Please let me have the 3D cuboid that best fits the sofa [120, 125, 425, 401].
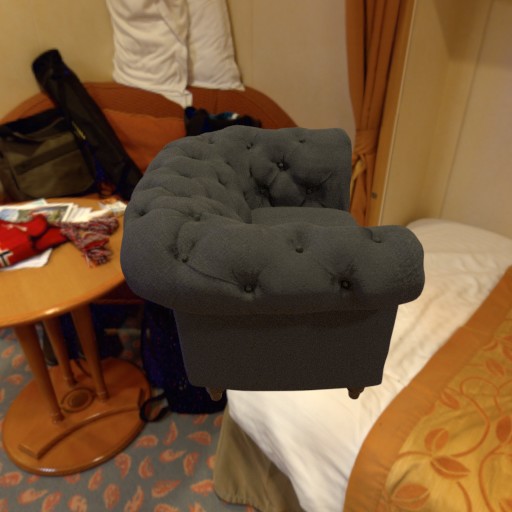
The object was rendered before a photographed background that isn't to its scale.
[{"bbox_3d":[0.000,0.000,2.025,1.032,0.878,1.405,0,31,-1],"label":"sofa"}]
